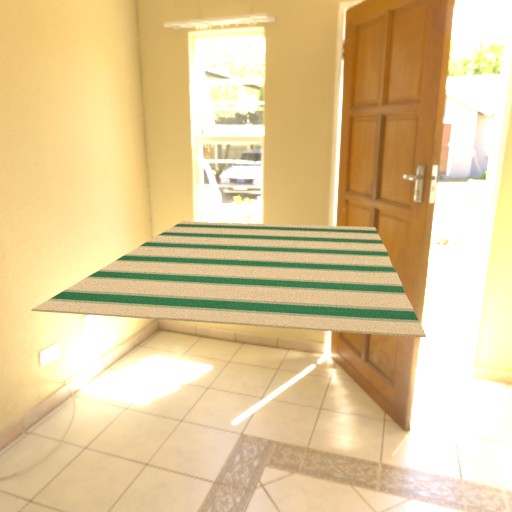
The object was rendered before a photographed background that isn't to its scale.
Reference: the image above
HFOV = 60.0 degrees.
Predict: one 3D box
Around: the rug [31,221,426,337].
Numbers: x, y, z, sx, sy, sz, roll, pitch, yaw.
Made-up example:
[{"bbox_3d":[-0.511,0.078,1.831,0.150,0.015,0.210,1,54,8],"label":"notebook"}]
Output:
[{"bbox_3d":[0.000,0.000,4.100,2.434,0.019,3.041,2,16,9],"label":"rug"}]
